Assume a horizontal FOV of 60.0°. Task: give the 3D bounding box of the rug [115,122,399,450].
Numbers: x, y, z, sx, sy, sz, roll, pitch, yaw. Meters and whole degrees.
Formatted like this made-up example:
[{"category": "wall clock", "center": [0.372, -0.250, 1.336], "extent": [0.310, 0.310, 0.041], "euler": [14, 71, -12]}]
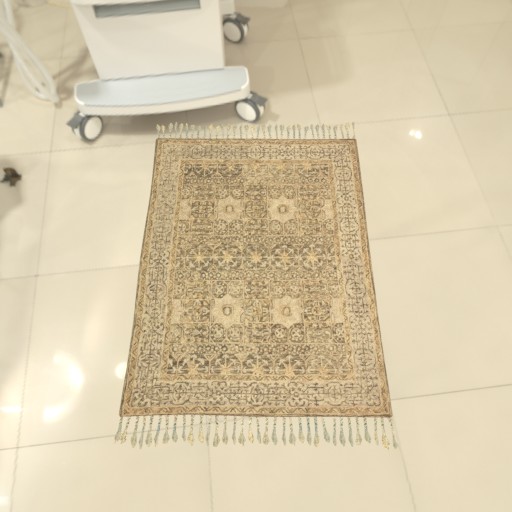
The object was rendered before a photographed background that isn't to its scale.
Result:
[{"category": "rug", "center": [0.000, 0.000, 3.055], "extent": [1.619, 0.023, 2.465], "euler": [0, 63, 0]}]
